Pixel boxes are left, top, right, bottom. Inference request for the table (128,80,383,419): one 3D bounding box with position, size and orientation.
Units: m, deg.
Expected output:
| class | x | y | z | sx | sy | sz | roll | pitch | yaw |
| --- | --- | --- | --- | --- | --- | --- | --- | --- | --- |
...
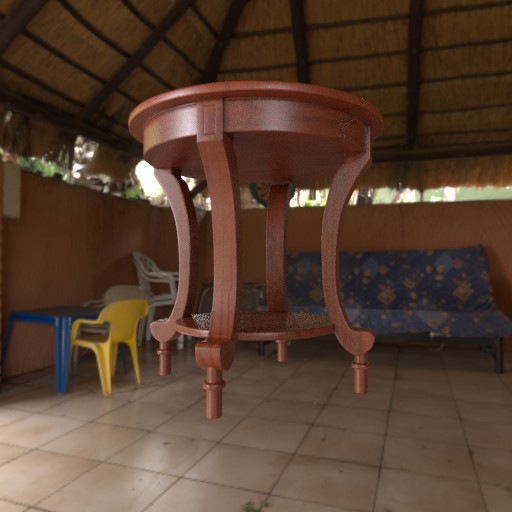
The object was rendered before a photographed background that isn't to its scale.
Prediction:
| class | x | y | z | sx | sy | sz | roll | pitch | yaw |
| --- | --- | --- | --- | --- | --- | --- | --- | --- | --- |
| table | 0.000 | 0.000 | 1.075 | 0.597 | 0.612 | 0.597 | 0 | -1 | 0 |
